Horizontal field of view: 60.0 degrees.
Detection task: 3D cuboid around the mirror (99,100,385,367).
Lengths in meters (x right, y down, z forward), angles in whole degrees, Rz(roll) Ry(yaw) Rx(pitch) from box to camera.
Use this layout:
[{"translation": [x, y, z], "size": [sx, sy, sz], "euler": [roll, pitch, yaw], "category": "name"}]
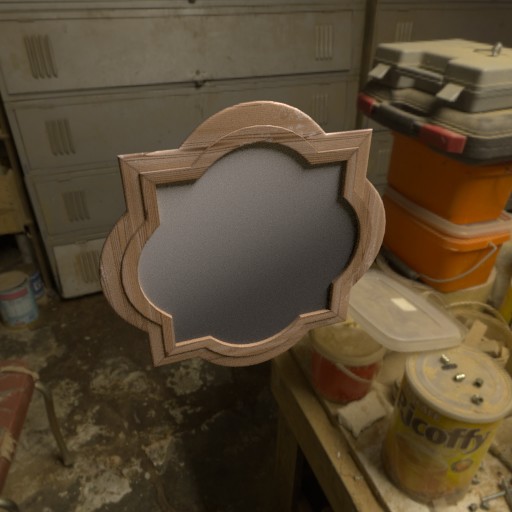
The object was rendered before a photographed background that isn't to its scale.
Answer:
[{"translation": [0.000, 0.000, 1.045], "size": [0.686, 0.686, 0.019], "euler": [-10, 33, -16], "category": "mirror"}]
